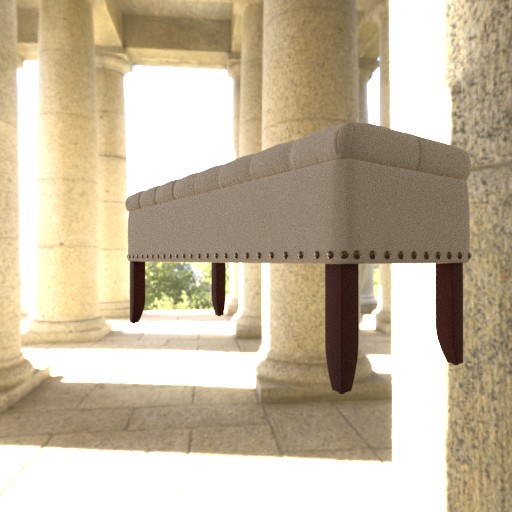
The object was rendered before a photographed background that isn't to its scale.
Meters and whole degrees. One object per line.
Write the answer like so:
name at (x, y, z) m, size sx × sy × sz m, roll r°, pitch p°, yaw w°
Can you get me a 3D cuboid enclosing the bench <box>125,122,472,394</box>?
bench at (0.000, 0.000, 1.247) m, size 0.400 × 0.470 × 1.054 m, roll 0°, pitch 0°, yaw -35°
